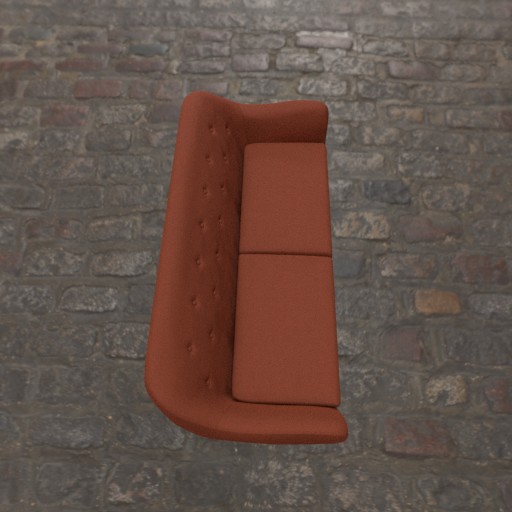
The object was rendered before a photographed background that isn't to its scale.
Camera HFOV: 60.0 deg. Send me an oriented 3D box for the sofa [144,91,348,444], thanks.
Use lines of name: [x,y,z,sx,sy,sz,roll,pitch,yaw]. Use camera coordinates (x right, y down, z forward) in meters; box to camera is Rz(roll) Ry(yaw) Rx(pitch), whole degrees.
sofa: [0.000,0.000,2.335,0.820,0.836,1.840,1,63,1]
